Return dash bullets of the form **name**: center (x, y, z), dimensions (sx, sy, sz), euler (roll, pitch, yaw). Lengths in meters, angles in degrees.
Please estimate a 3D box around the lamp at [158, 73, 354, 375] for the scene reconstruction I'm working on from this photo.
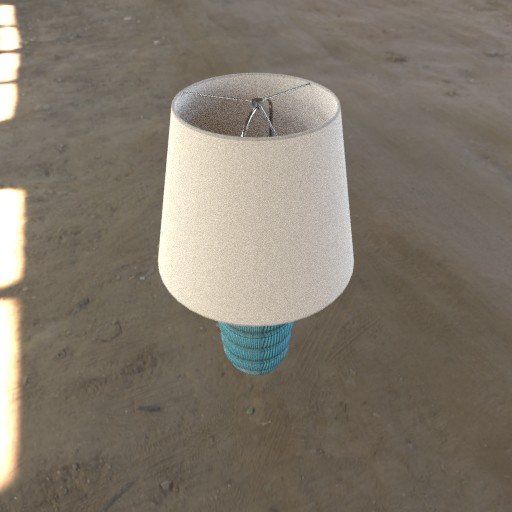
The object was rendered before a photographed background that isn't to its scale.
- **lamp**: center (0.000, 0.000, 0.821), dimensions (0.355, 0.582, 0.355), euler (0, 41, 0)
